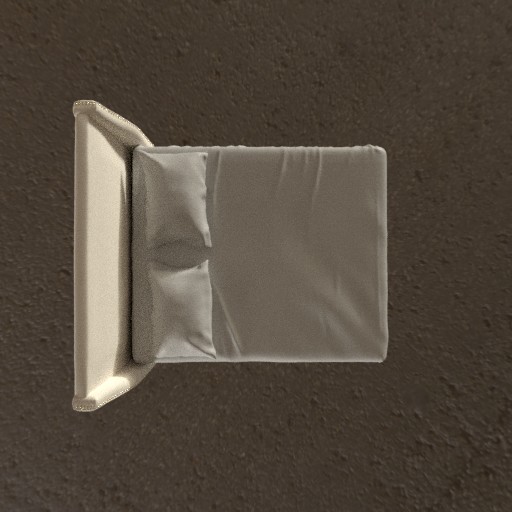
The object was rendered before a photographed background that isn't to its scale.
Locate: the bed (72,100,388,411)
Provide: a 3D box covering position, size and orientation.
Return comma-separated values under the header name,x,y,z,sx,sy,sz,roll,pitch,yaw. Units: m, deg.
name,x,y,z,sx,sy,sz,roll,pitch,yaw
bed,0.000,0.000,3.365,2.276,1.332,1.925,0,90,-1
